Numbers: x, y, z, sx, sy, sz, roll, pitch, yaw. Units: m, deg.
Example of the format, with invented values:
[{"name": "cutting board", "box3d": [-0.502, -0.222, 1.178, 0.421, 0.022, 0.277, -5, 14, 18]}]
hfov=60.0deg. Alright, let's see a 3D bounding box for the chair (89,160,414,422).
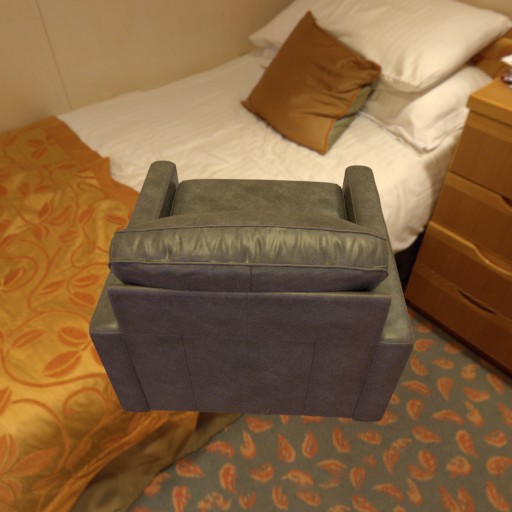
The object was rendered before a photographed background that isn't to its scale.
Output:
[{"name": "chair", "box3d": [0.000, 0.000, 1.722, 1.006, 0.916, 0.939, 2, 45, 2]}]
